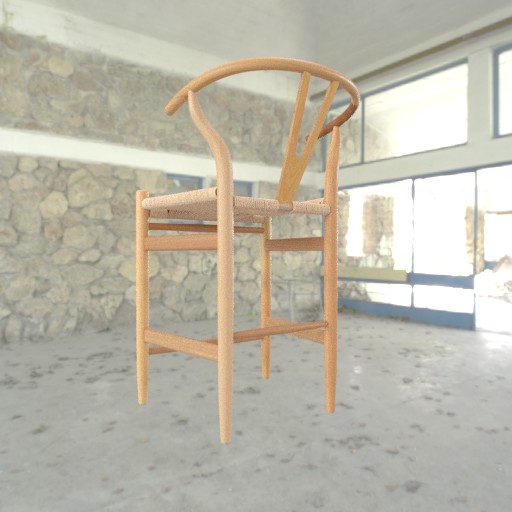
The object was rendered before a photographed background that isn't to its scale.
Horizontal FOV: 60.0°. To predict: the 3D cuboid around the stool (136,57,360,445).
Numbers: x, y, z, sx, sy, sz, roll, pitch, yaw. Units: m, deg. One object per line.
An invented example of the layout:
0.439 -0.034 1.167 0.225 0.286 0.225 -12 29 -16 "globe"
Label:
0.000 0.000 1.298 0.536 0.923 0.575 0 0 -36 "stool"
